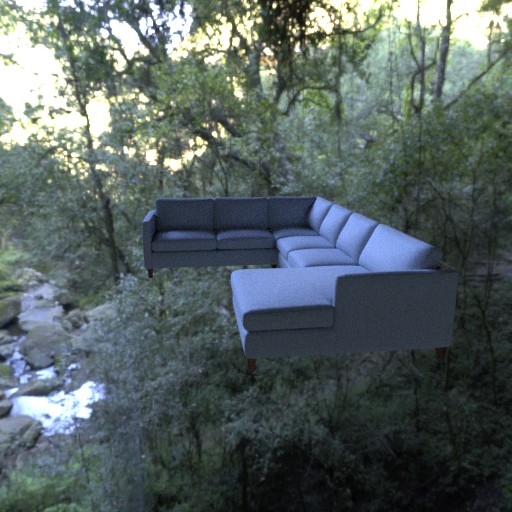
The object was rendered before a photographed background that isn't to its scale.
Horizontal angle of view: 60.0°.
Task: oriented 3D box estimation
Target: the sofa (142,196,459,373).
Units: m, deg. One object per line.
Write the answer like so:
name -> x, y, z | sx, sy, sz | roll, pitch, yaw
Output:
sofa -> 0.000, 0.000, 4.671 | 2.551, 0.889, 3.403 | -2, 14, -7
